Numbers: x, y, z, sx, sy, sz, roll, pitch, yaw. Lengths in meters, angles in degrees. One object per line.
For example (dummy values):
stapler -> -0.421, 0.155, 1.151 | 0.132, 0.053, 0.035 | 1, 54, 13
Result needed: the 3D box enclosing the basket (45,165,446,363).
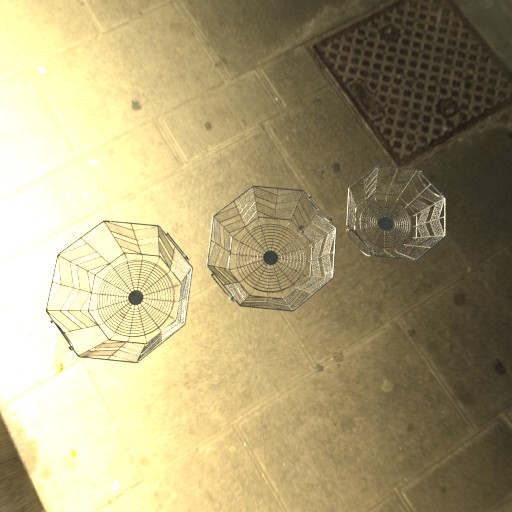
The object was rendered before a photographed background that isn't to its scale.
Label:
basket -> 0.000, 0.000, 1.382 | 1.246, 0.178, 0.432 | -16, 77, -4
